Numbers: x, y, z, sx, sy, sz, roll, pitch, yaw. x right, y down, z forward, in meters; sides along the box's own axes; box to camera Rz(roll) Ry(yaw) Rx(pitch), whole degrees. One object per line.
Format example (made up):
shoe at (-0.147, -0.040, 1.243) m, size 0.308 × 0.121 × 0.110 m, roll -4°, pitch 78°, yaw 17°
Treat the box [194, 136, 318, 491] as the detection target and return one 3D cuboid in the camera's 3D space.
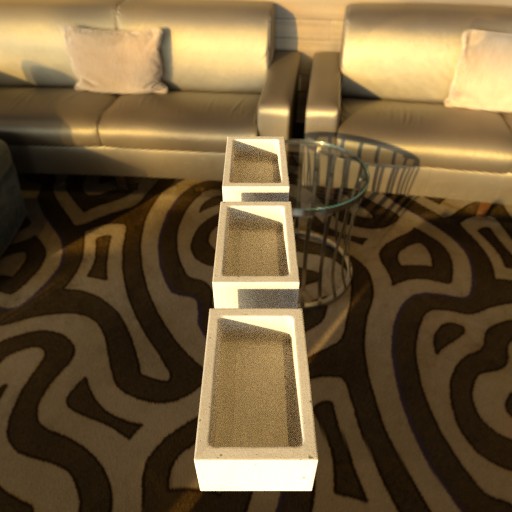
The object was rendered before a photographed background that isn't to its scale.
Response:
box at (0.000, 0.000, 0.479) m, size 0.082 × 0.051 × 0.461 m, roll 0°, pitch 41°, yaw 0°
